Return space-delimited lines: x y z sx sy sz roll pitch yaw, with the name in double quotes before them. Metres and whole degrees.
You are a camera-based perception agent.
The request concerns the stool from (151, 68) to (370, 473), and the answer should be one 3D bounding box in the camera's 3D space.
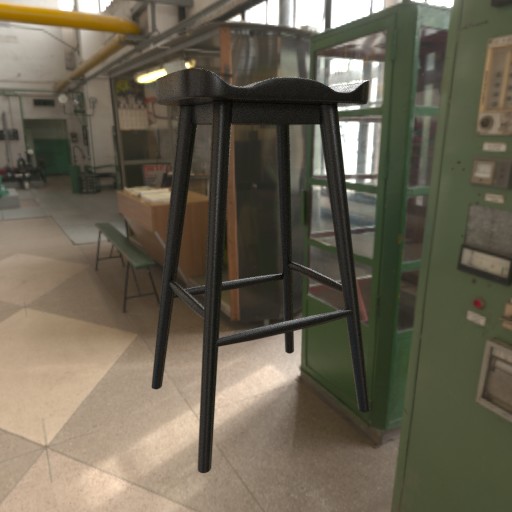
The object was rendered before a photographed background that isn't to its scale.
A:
"stool" 0.000 0.000 1.018 0.440 0.749 0.361 -8 18 -27
